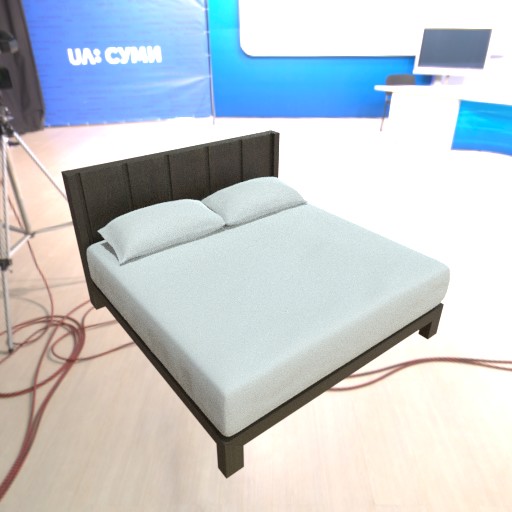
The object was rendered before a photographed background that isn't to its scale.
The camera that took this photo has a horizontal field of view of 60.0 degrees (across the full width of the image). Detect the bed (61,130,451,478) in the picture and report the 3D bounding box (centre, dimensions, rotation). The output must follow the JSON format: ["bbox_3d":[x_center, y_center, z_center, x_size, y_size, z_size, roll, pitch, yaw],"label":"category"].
[{"bbox_3d":[0.000,0.000,3.582,2.143,1.261,2.238,-21,36,-32],"label":"bed"}]
